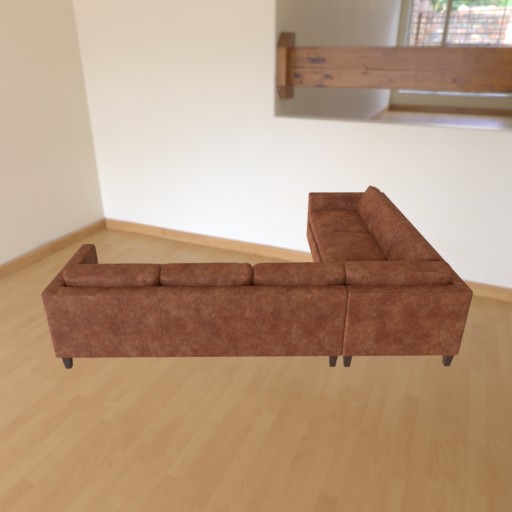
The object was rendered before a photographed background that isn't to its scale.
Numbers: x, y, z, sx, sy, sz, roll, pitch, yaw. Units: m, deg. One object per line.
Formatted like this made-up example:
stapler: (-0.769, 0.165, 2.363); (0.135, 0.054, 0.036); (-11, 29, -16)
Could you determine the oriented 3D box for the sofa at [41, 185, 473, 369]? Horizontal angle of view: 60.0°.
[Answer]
sofa: (0.000, 0.000, 4.421); (3.150, 0.838, 2.438); (0, 25, -1)
